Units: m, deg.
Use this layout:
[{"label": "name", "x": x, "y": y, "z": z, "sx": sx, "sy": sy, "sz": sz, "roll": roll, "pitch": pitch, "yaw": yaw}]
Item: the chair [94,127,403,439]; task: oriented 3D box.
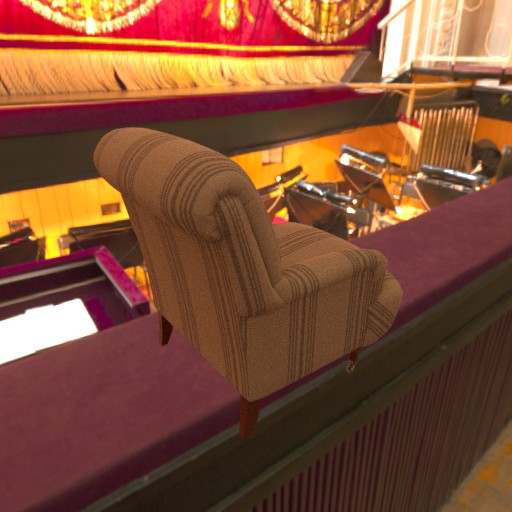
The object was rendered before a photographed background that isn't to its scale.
[{"label": "chair", "x": 0.000, "y": 0.000, "z": 1.646, "sx": 0.914, "sy": 0.940, "sz": 0.813, "roll": -17, "pitch": 30, "yaw": -32}]
